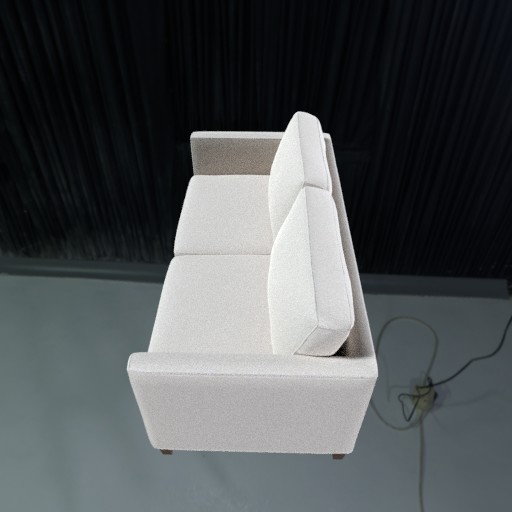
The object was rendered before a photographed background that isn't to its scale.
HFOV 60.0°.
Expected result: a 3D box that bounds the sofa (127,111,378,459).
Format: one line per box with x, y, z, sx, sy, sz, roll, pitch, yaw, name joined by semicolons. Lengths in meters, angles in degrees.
0.000;0.000;2.249;0.873;0.888;1.722;1;43;1;sofa
